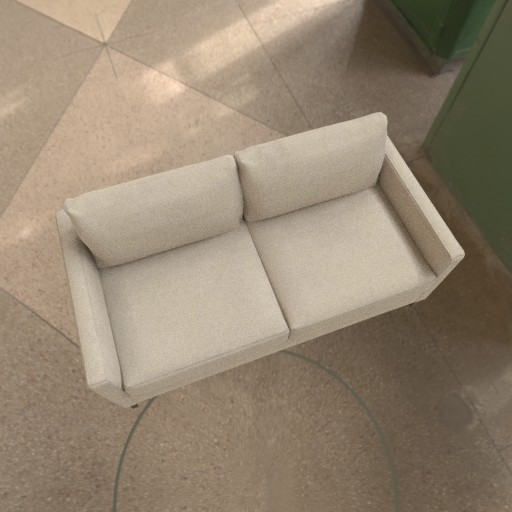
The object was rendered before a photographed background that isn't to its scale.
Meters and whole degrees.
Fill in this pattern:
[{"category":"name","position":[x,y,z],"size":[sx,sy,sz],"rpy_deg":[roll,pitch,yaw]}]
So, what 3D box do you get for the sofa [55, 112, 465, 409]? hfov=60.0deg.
[{"category":"sofa","position":[0.000,0.000,2.151],"size":[1.682,0.840,0.875],"rpy_deg":[-18,64,-9]}]
